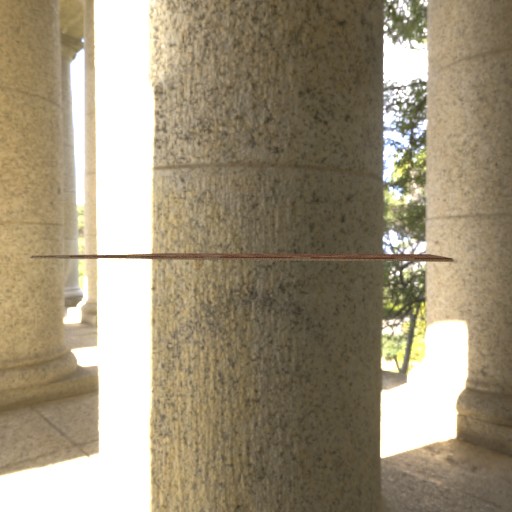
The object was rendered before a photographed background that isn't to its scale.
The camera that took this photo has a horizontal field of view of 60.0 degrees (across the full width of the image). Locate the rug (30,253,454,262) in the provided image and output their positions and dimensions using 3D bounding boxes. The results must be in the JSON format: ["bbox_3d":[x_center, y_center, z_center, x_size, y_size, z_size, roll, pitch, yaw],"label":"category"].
[{"bbox_3d":[0.000,0.000,2.986,2.286,0.016,1.555,0,1,18],"label":"rug"}]
